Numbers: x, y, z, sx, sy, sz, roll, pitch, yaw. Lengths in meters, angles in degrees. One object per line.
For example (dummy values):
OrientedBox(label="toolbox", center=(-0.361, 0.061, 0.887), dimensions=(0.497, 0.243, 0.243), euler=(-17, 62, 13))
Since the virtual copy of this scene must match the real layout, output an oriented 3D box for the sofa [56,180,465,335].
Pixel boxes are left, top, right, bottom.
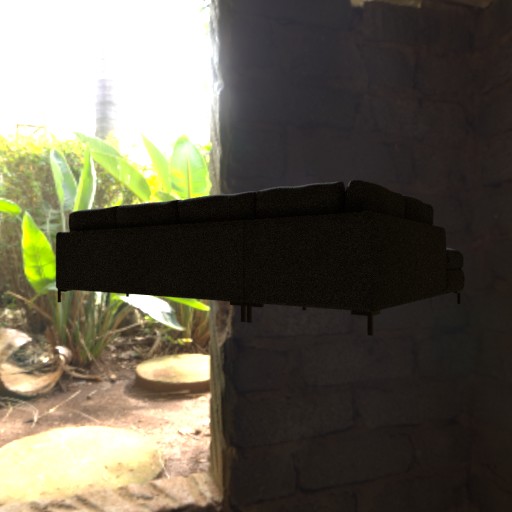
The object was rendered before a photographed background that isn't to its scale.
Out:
OrientedBox(label="sofa", center=(0.000, 0.000, 3.824), dimensions=(2.949, 0.815, 2.007), euler=(0, -1, 36))
